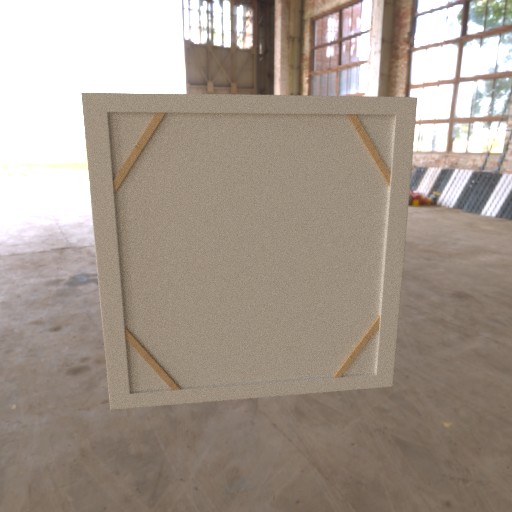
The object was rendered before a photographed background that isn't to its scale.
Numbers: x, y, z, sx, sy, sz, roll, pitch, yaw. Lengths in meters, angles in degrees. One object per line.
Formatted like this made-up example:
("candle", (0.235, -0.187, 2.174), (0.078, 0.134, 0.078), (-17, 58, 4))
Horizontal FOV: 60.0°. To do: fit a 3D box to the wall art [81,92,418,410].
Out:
("wall art", (0.000, 0.000, 0.597), (0.405, 0.407, 0.038), (-2, 15, -8))
